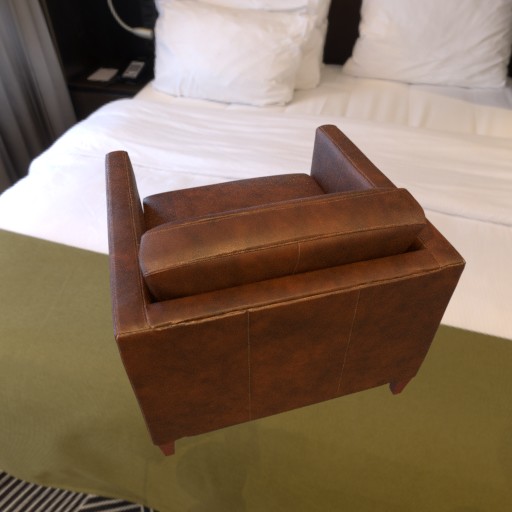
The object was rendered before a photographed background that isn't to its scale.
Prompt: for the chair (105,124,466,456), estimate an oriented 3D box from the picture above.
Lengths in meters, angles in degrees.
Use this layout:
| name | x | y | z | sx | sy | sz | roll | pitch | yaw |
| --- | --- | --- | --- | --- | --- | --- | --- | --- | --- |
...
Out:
| name | x | y | z | sx | sy | sz | roll | pitch | yaw |
| --- | --- | --- | --- | --- | --- | --- | --- | --- | --- |
| chair | 0.000 | 0.000 | 1.690 | 0.990 | 0.864 | 0.975 | -11 | 42 | -12 |
